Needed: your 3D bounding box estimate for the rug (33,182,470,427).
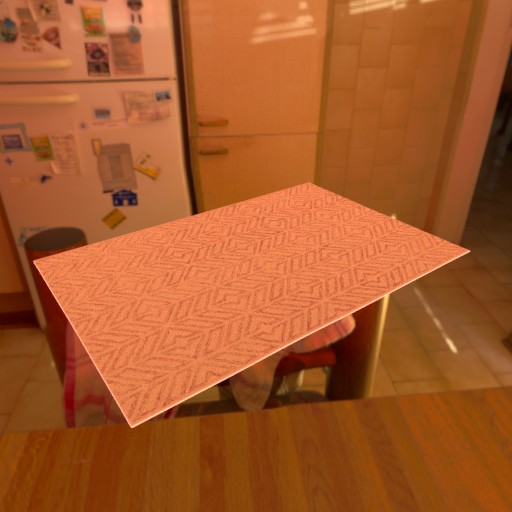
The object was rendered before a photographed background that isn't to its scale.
[{"bbox_3d":[0.000,0.000,2.227,1.828,0.007,1.220,-20,36,-31],"label":"rug"}]
